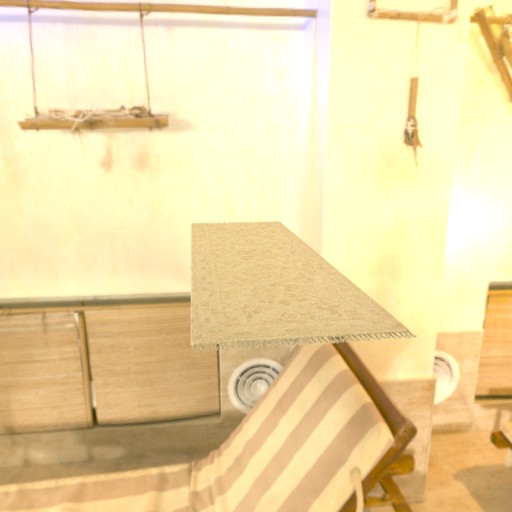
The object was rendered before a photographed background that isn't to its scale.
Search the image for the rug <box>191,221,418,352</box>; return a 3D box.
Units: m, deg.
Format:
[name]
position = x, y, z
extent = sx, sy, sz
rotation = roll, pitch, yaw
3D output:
[rug]
position = 0.000, 0.000, 2.736
extent = 0.795, 0.015, 2.544
rotation = -2, 14, -8
